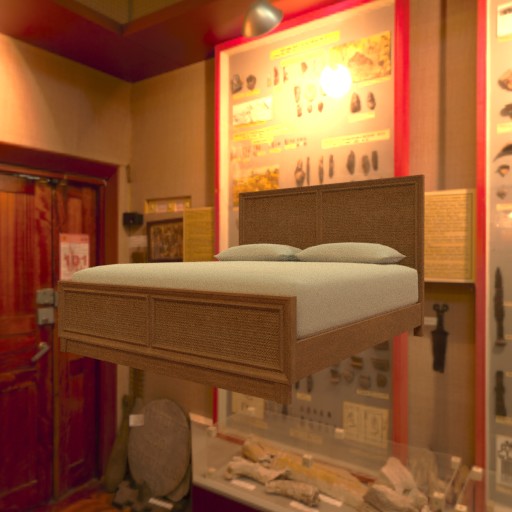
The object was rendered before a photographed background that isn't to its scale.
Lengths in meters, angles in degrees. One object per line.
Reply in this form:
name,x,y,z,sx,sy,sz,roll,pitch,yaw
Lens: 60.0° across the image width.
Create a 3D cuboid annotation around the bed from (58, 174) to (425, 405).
bed,0.000,0.000,3.537,2.003,1.387,2.184,0,1,36
